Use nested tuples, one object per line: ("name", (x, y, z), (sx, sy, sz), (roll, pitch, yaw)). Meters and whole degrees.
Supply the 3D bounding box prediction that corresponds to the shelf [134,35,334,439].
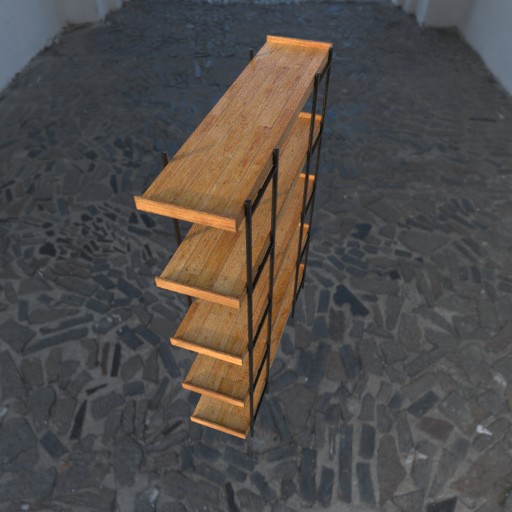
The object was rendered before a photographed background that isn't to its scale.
("shelf", (0.000, 0.000, 2.439), (0.379, 1.826, 1.371), (14, 48, 13))
